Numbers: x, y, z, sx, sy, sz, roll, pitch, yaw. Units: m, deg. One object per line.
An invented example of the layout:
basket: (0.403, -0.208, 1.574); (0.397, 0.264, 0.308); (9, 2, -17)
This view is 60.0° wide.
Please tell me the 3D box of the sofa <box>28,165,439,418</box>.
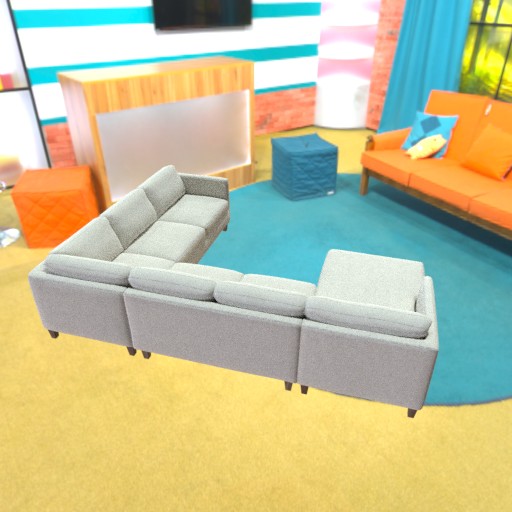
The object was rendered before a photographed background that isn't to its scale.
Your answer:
sofa: (0.000, 0.000, 4.418); (3.238, 0.853, 2.551); (9, 32, 14)
